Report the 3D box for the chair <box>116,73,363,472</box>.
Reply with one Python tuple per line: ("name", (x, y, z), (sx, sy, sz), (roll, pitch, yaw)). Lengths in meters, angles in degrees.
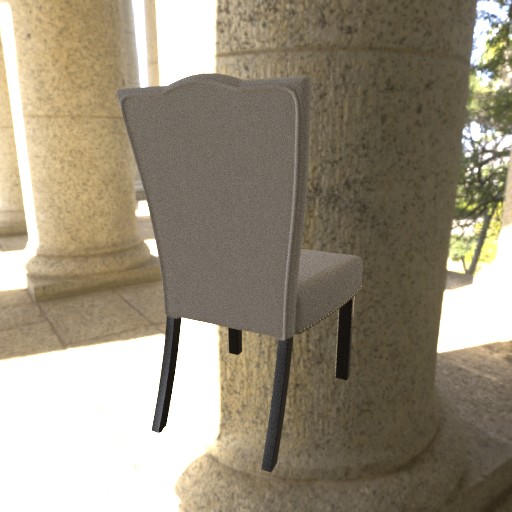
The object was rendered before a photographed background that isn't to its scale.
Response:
("chair", (0.000, 0.000, 1.313), (0.518, 0.946, 0.589), (7, 16, 25))
